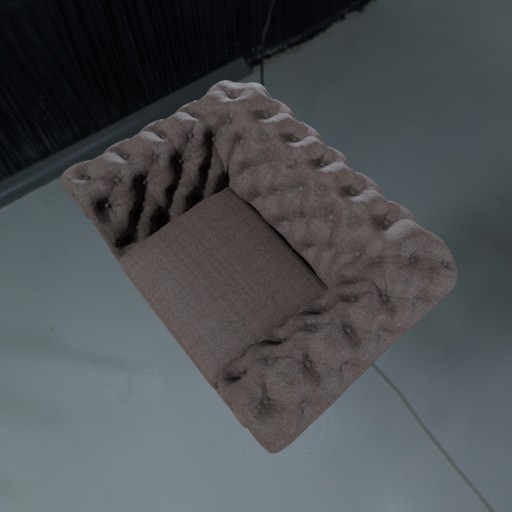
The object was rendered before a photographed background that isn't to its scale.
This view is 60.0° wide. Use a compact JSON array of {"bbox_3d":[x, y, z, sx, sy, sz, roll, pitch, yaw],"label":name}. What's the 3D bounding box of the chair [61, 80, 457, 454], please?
[{"bbox_3d":[0.000,0.000,1.887,0.945,0.780,1.298,-36,68,-17],"label":"chair"}]
